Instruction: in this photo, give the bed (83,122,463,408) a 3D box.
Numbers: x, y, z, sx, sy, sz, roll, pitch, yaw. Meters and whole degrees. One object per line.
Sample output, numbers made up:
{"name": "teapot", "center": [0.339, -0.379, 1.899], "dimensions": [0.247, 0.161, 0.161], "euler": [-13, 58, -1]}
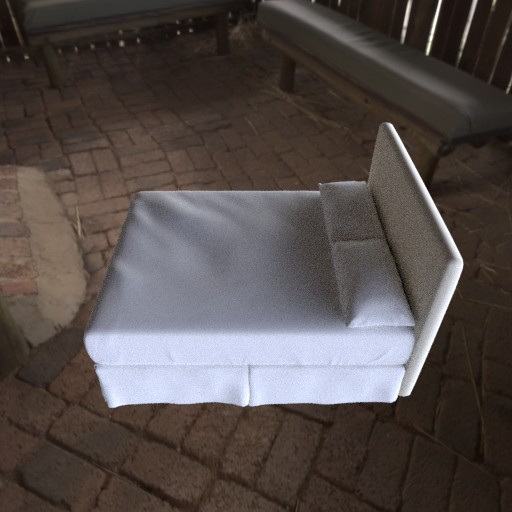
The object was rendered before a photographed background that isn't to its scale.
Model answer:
{"name": "bed", "center": [0.000, 0.000, 3.251], "dimensions": [2.147, 1.330, 1.714], "euler": [0, 41, 0]}
